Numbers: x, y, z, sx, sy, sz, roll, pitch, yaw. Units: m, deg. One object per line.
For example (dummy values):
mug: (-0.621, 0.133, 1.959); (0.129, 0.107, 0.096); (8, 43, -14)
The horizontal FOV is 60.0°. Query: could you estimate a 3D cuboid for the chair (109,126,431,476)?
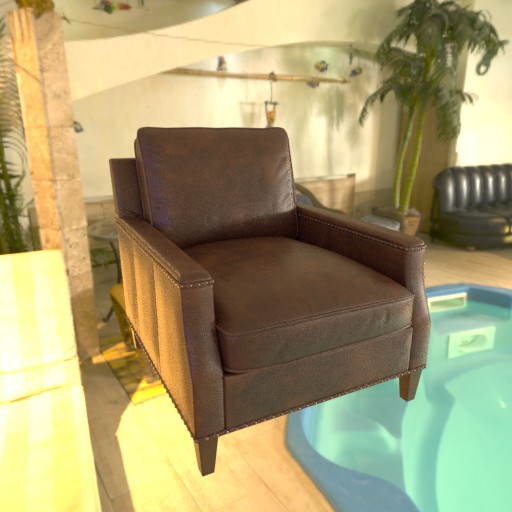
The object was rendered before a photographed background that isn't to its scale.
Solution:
chair: (0.000, 0.000, 1.661); (0.853, 0.929, 1.014); (-8, 18, -26)
